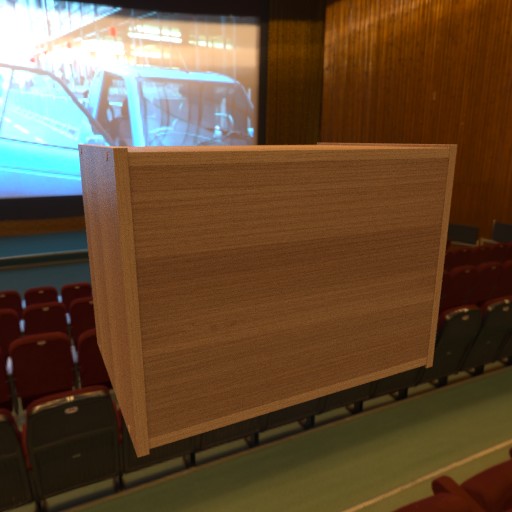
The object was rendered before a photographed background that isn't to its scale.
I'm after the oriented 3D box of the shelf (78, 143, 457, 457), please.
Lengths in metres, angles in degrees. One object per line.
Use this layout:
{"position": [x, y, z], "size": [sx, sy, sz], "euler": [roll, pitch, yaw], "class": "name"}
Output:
{"position": [0.000, 0.000, 0.625], "size": [0.415, 0.305, 0.290], "euler": [-7, 17, -26], "class": "shelf"}
